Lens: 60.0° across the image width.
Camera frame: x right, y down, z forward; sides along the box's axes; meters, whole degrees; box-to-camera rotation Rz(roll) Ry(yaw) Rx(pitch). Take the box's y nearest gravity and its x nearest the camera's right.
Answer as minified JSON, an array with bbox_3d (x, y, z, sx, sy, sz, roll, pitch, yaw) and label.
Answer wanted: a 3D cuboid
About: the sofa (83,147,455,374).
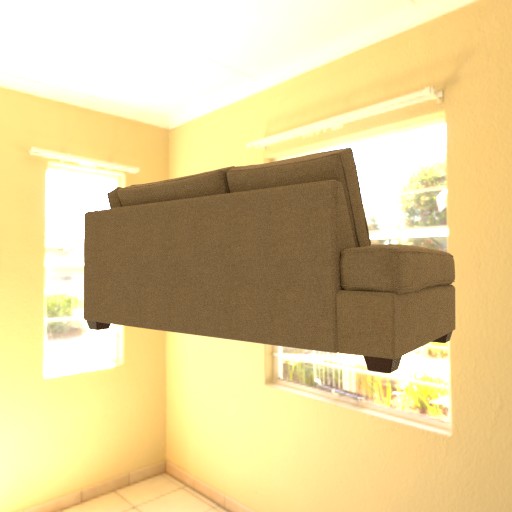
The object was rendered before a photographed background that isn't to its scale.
[{"bbox_3d":[0.000,0.000,2.876,2.238,1.019,1.110,-1,-2,37],"label":"sofa"}]
